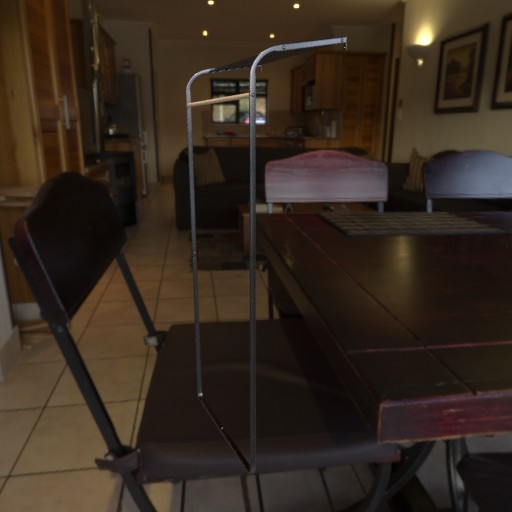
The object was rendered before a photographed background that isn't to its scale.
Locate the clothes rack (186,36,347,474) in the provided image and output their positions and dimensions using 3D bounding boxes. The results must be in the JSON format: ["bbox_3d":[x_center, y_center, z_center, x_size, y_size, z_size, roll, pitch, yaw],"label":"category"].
[{"bbox_3d":[0.000,0.000,1.822,0.349,1.574,0.609,-8,17,-26],"label":"clothes rack"}]
